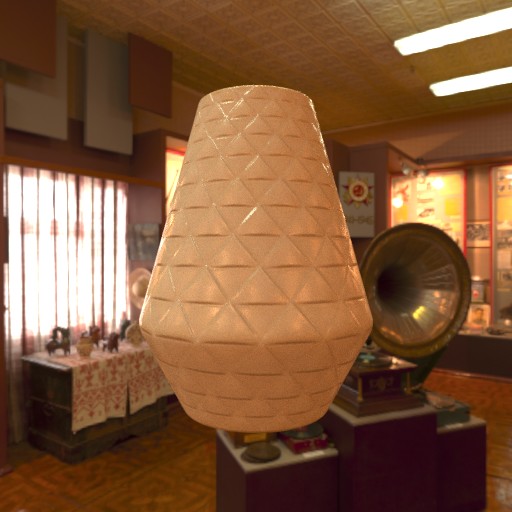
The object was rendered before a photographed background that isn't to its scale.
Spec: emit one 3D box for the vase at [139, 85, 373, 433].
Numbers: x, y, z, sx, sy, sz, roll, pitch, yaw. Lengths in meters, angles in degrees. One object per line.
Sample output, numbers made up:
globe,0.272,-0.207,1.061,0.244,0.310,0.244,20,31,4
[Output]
vase,0.000,0.000,0.342,0.175,0.230,0.175,0,0,0
